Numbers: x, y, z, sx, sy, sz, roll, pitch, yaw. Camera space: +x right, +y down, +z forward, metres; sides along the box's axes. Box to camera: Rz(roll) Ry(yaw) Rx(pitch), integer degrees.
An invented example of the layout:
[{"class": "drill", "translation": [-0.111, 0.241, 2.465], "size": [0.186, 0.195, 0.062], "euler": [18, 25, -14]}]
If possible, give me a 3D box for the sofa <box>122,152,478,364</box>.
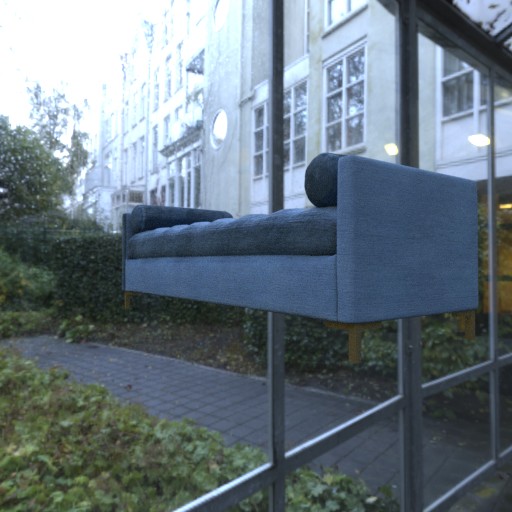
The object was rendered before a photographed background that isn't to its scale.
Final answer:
[{"class": "sofa", "translation": [0.000, 0.000, 2.436], "size": [0.796, 0.705, 2.102], "euler": [1, -1, -36]}]
